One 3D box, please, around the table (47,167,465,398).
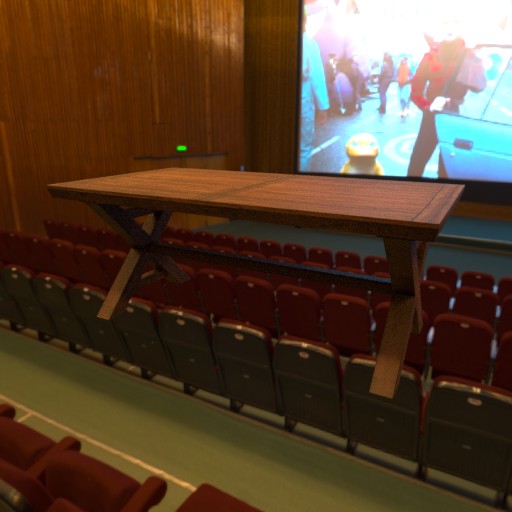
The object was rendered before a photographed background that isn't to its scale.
[{"bbox_3d":[0.000,0.000,2.485,1.966,0.793,1.071,9,19,27],"label":"table"}]
